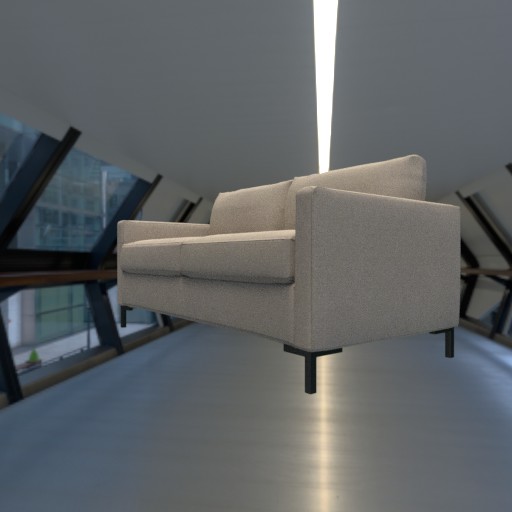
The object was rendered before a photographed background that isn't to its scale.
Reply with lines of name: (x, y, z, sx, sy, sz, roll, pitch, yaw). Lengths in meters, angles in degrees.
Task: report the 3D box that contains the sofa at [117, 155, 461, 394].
sofa: (0.000, 0.000, 2.213, 0.875, 0.840, 1.682, 0, 0, -37)
